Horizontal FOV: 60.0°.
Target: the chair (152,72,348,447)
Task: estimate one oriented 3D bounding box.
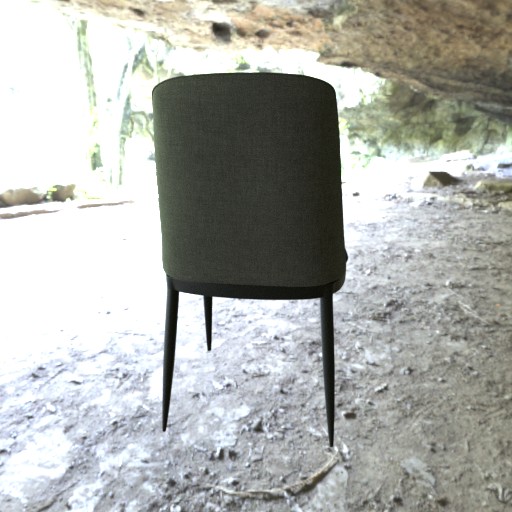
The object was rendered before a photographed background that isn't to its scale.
[{"bbox_3d":[0.000,0.000,1.183,0.488,0.855,0.550,2,16,7],"label":"chair"}]
